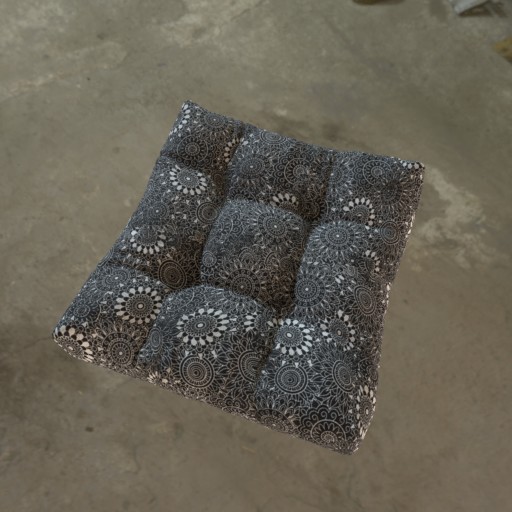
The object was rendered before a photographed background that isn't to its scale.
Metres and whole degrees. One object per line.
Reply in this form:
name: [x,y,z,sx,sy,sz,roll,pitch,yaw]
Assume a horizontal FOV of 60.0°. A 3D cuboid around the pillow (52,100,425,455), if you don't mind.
pillow: [0.000,0.000,0.727,0.468,0.128,0.490,17,65,9]
